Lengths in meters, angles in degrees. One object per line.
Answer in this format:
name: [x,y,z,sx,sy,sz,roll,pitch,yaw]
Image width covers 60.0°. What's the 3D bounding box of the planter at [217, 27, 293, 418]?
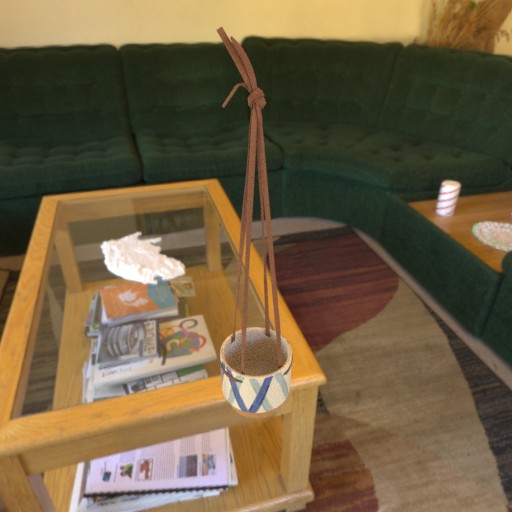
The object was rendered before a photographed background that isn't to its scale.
planter: [0.000,0.000,0.813,0.157,0.753,0.153,-19,37,-28]
